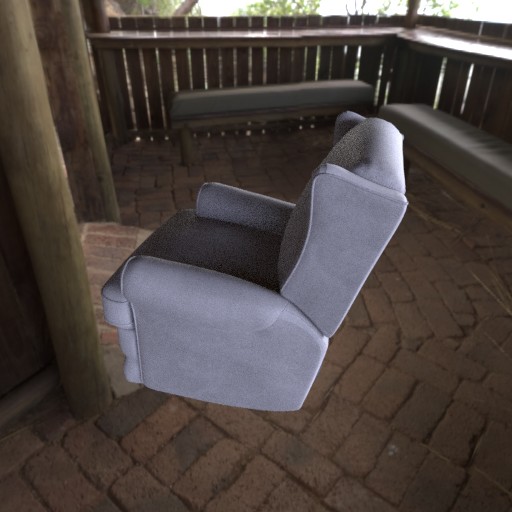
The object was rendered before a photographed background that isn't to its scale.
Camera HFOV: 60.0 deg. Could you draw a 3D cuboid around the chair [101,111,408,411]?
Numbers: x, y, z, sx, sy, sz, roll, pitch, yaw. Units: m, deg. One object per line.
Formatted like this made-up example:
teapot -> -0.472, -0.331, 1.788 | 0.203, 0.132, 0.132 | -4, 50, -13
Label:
chair -> 0.000, 0.000, 1.704 | 0.969, 1.011, 0.847 | 8, 32, 13
